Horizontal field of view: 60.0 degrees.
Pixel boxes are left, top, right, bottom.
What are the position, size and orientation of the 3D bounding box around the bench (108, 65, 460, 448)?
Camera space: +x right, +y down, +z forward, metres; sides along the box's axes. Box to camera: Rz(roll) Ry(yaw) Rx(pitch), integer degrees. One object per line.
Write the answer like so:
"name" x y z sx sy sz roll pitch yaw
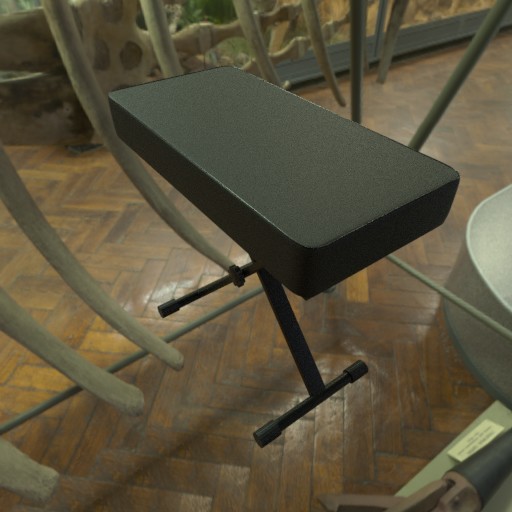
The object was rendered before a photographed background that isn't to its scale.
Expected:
"bench" 0.000 0.000 0.915 0.300 0.561 0.600 -25 46 -27
